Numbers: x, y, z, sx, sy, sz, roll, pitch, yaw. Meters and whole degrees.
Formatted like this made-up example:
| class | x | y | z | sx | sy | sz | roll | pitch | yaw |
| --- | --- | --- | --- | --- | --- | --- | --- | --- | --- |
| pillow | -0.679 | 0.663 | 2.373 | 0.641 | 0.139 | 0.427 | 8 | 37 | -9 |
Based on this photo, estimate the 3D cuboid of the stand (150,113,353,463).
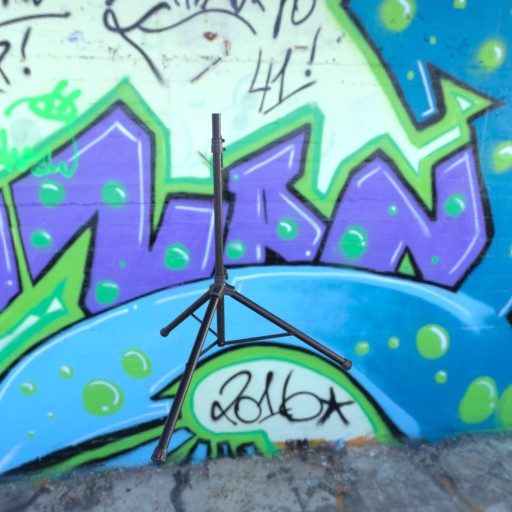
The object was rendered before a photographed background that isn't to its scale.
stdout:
| class | x | y | z | sx | sy | sz | roll | pitch | yaw |
| --- | --- | --- | --- | --- | --- | --- | --- | --- | --- |
| stand | 0.000 | 0.000 | 1.859 | 0.907 | 1.136 | 1.045 | -2 | 15 | -8 |
